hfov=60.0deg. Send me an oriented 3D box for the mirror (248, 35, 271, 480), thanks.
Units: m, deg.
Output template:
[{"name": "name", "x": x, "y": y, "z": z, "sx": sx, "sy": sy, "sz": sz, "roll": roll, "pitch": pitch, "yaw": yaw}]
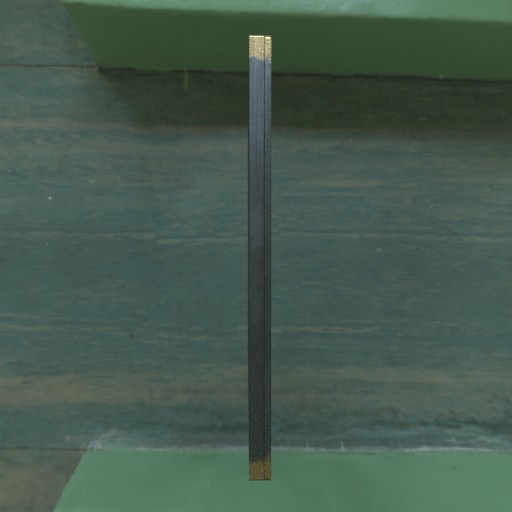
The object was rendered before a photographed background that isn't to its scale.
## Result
[{"name": "mirror", "x": 0.000, "y": 0.000, "z": 0.569, "sx": 0.020, "sy": 0.381, "sz": 0.382, "roll": 0, "pitch": 91, "yaw": -1}]
